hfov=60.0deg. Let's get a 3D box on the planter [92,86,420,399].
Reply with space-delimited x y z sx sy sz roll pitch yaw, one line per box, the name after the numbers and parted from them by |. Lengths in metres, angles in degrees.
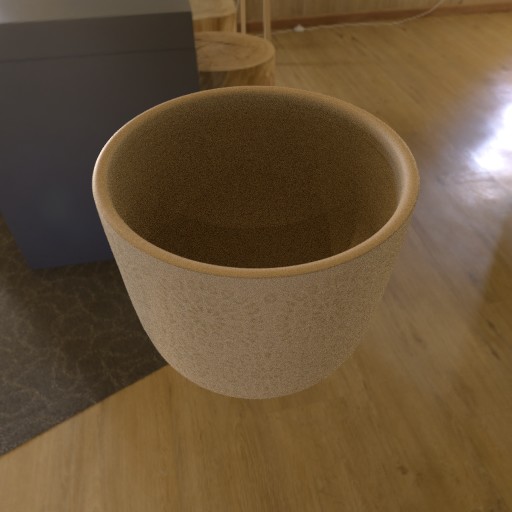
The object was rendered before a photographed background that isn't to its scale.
0.000 0.000 0.291 0.170 0.152 0.170 0 46 0 | planter
